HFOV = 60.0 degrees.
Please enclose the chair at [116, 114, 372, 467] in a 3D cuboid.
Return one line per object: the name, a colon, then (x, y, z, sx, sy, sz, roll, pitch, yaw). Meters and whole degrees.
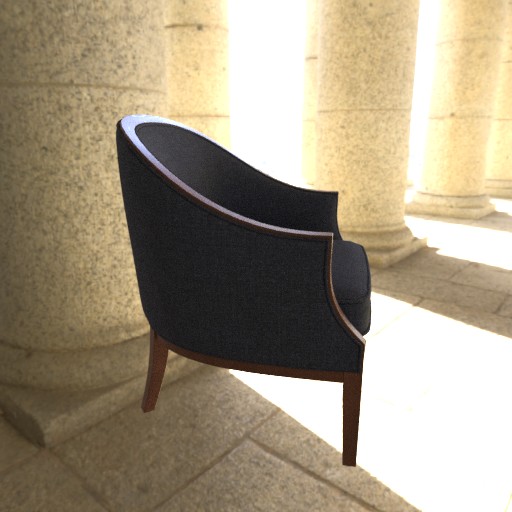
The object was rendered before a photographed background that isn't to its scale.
chair: (0.000, 0.000, 1.434, 0.735, 0.876, 0.803, 3, 16, 11)
